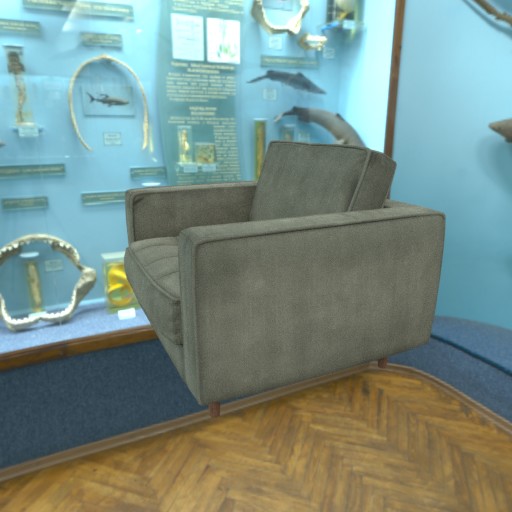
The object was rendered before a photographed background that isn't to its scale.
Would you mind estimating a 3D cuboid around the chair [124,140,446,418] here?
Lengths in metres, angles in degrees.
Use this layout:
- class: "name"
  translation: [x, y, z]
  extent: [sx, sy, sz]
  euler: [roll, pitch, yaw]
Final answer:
- class: "chair"
  translation: [0.000, 0.000, 1.567]
  extent: [0.843, 0.773, 0.928]
  euler: [-8, 18, -24]
